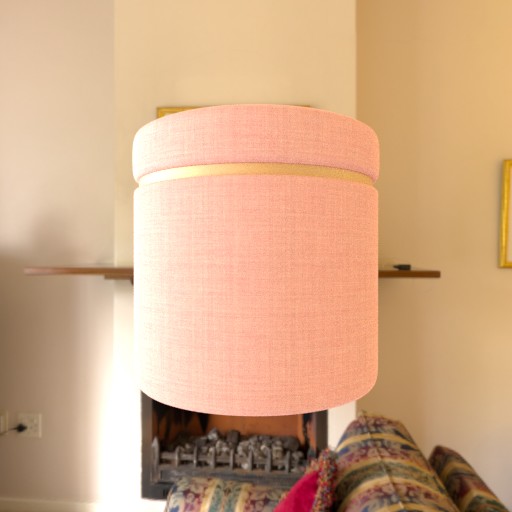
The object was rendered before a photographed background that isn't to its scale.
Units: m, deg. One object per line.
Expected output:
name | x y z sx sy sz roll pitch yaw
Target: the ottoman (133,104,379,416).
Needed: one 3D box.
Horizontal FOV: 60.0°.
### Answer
ottoman | 0.000 0.000 0.746 0.400 0.406 0.400 0 0 0
